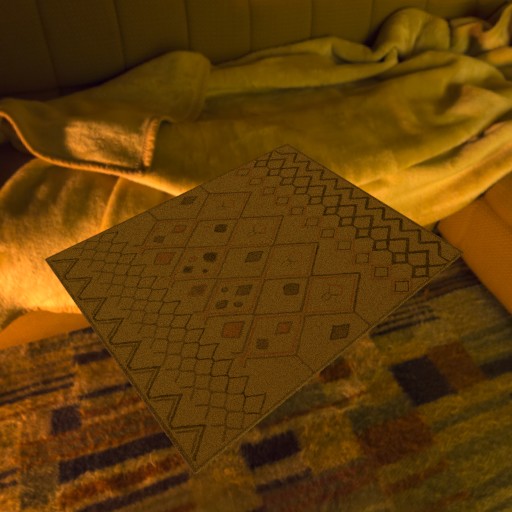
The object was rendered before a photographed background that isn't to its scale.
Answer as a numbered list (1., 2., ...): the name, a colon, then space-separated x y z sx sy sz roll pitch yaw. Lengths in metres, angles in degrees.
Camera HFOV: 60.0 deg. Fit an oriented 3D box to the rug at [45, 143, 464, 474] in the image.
1. rug: 0.000 0.000 4.122 3.050 0.016 2.441 -31 54 -26
